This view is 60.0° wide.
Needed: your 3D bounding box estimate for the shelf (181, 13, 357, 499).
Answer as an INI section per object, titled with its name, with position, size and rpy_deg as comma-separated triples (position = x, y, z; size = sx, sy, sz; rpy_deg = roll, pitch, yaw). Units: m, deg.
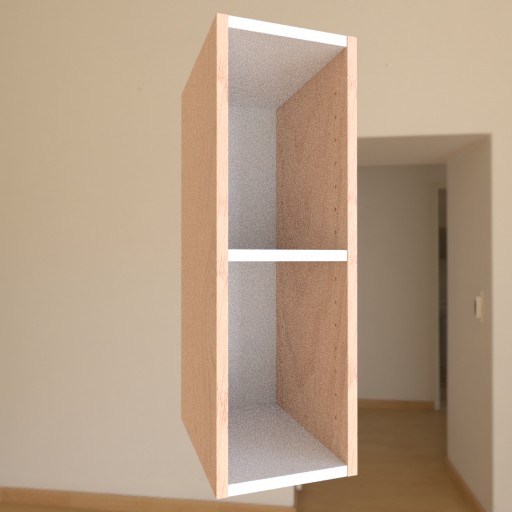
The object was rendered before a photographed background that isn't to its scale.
[shelf]
position = 0.000, 0.000, 0.715
size = 0.200, 0.600, 0.290
rpy_deg = 0, 0, -18
